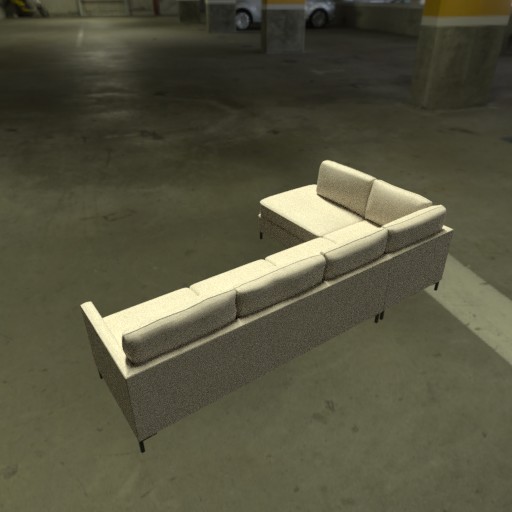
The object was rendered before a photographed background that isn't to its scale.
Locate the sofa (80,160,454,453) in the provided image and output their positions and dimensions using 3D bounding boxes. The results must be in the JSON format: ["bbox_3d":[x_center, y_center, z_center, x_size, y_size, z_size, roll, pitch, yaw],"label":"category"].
[{"bbox_3d":[0.000,0.000,4.333,3.384,0.996,2.048,-20,36,-30],"label":"sofa"}]
